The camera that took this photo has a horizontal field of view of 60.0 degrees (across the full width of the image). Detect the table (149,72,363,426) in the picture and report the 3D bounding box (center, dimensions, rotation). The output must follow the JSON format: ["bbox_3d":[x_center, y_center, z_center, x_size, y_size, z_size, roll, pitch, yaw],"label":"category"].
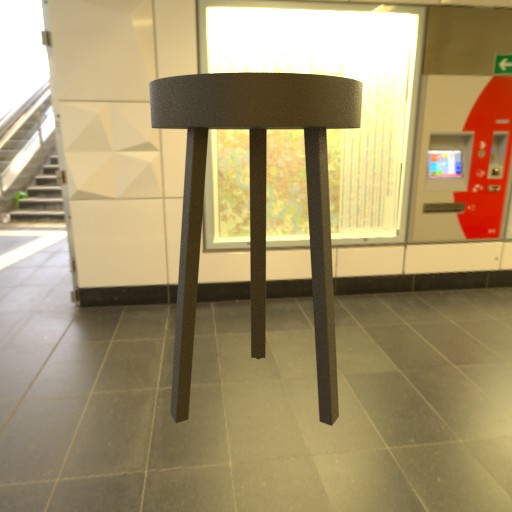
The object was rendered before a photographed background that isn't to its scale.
[{"bbox_3d":[0.000,0.000,0.955,0.406,0.686,0.406,-8,17,-26],"label":"table"}]
